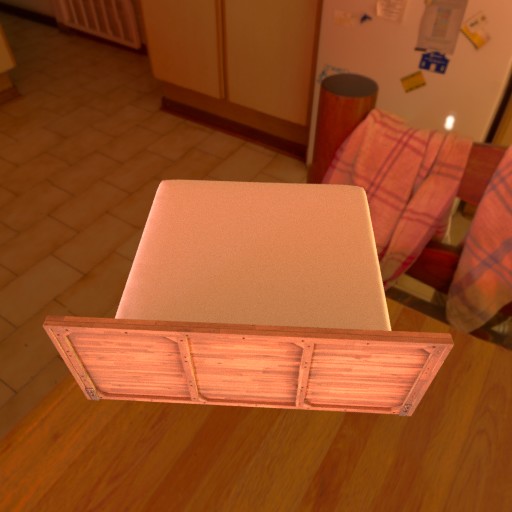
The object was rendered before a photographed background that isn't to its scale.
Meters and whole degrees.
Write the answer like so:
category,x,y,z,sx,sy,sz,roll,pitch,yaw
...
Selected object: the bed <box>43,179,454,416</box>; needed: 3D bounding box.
category,x,y,z,sx,sy,sz,roll,pitch,yaw
bed,0.000,0.000,3.411,2.116,1.100,2.167,2,47,2
